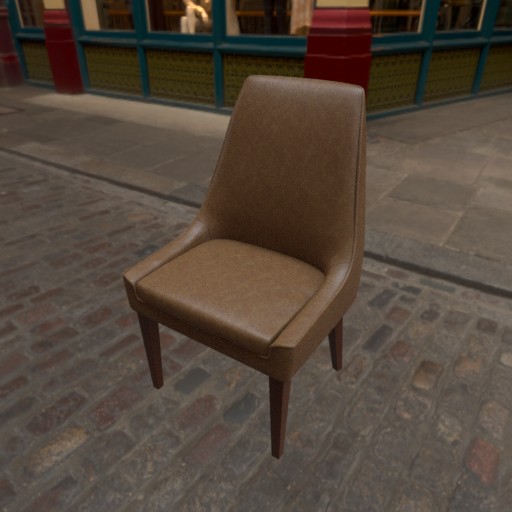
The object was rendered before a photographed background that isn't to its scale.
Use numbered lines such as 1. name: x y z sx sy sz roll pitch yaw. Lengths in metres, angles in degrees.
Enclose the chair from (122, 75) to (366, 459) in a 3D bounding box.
1. chair: 0.000 0.000 1.228 0.529 0.861 0.544 19 35 29
